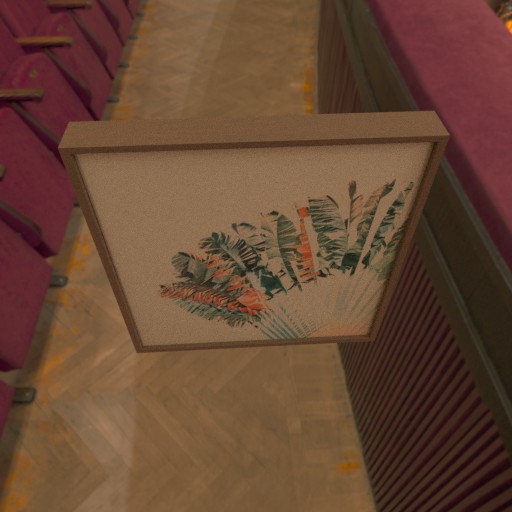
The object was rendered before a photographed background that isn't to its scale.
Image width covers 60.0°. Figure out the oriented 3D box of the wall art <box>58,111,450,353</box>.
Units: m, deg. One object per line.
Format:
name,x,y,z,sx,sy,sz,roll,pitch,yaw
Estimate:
wall art,0.000,0.000,0.468,0.304,0.303,0.038,-2,47,-2
